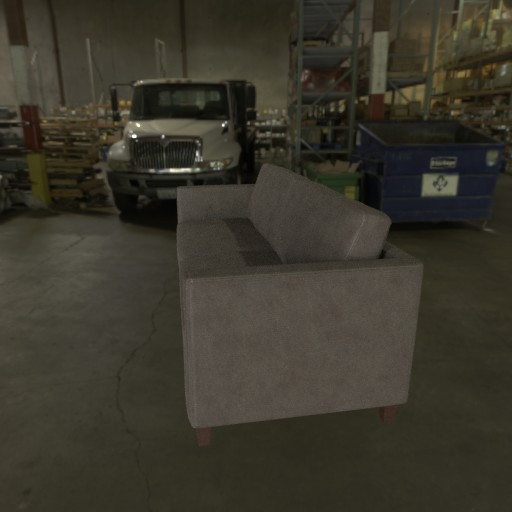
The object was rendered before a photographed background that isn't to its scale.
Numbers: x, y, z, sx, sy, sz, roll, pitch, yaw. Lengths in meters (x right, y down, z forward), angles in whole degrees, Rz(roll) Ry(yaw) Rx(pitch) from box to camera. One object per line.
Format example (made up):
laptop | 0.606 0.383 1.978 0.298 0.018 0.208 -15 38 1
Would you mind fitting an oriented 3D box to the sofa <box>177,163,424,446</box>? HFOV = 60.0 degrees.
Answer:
sofa | 0.000 0.000 2.717 0.951 0.965 2.208 -3 18 -10
